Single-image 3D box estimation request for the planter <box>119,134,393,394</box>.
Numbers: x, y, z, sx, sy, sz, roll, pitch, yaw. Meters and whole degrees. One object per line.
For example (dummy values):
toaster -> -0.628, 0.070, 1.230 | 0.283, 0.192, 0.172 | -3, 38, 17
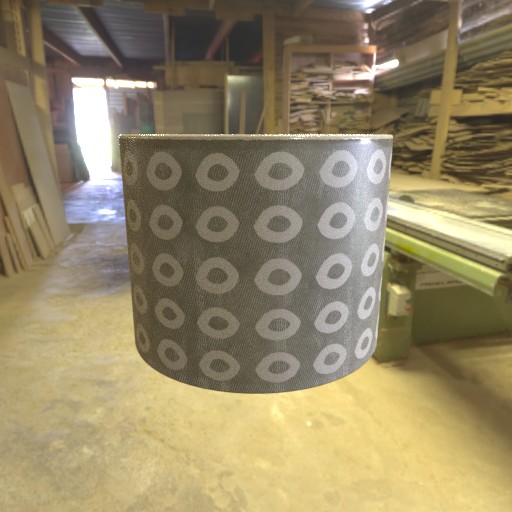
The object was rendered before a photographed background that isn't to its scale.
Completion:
planter -> 0.000, 0.000, 0.453 | 0.250, 0.239, 0.250 | 0, 15, 0
